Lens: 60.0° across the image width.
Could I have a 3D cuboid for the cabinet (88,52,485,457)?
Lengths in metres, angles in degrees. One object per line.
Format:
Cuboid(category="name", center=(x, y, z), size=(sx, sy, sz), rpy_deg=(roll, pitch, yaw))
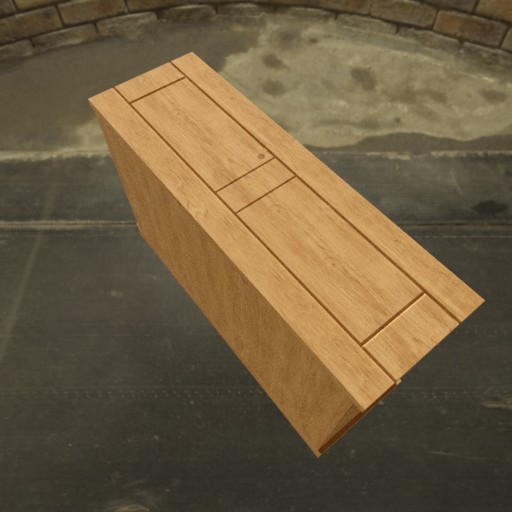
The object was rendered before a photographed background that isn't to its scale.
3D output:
Cuboid(category="cabinet", center=(0.000, 0.000, 1.666), size=(0.432, 0.810, 1.321), rpy_deg=(-34, 64, -19))
